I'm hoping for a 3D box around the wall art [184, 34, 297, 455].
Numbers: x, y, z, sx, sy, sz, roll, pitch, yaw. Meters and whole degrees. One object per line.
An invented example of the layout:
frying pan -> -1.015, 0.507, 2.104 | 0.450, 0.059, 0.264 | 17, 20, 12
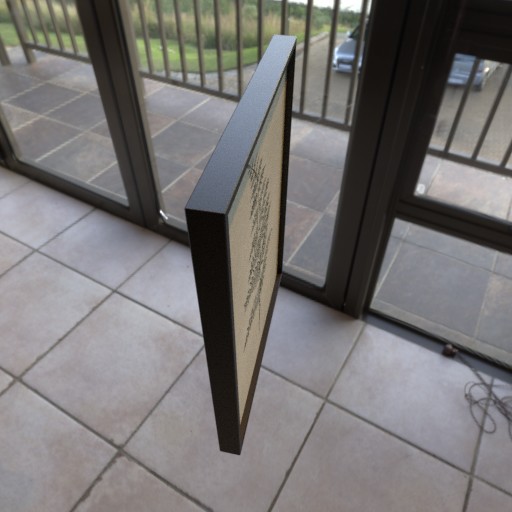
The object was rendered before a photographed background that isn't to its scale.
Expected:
wall art -> 0.000, 0.000, 0.748 | 0.039, 0.555, 0.449 | 9, 46, 8
